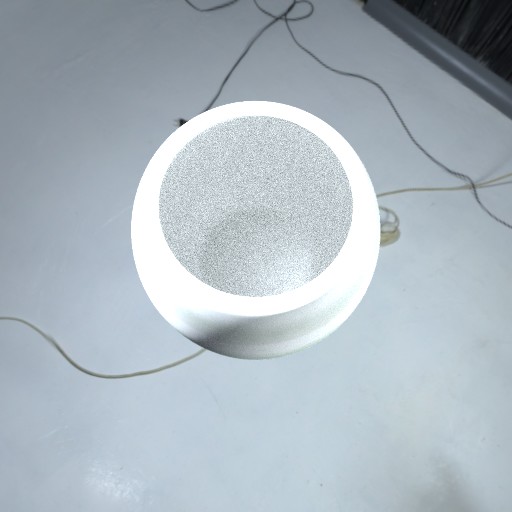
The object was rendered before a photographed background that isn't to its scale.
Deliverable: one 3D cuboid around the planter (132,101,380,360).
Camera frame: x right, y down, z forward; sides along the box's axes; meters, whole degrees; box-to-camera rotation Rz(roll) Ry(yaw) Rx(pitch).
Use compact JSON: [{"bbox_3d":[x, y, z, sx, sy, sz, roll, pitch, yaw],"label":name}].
[{"bbox_3d":[0.000,0.000,0.346,0.161,0.224,0.161,0,75,0],"label":"planter"}]
